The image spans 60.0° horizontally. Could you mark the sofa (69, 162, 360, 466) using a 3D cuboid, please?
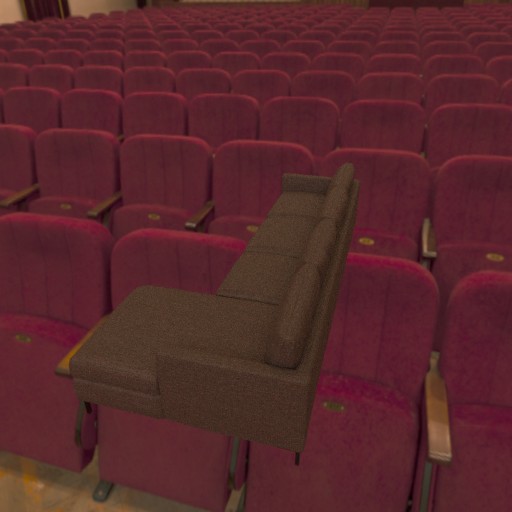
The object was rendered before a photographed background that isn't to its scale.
[{"bbox_3d":[0.000,0.000,3.833,1.483,0.892,3.221,8,30,14],"label":"sofa"}]
